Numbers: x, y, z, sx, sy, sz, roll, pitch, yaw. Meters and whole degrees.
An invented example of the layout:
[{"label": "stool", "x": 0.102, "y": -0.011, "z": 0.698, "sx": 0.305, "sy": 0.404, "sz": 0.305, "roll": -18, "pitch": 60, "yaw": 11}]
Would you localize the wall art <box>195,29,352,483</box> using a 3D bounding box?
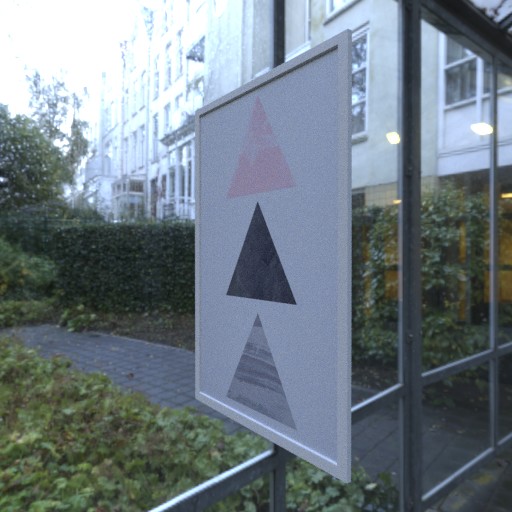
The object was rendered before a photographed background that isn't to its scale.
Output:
[{"label": "wall art", "x": 0.000, "y": 0.000, "z": 1.185, "sx": 0.013, "sy": 0.940, "sz": 0.659, "roll": 0, "pitch": 1, "yaw": -36}]
